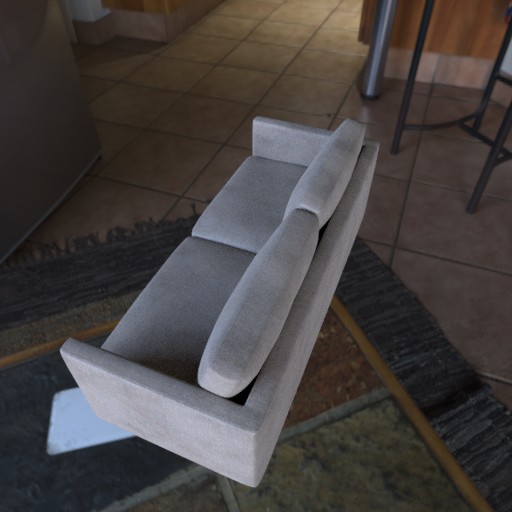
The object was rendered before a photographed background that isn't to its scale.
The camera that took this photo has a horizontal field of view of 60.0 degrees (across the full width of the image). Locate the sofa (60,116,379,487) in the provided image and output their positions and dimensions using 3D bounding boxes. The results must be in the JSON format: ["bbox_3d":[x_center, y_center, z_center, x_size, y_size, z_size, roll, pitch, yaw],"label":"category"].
[{"bbox_3d":[0.000,0.000,2.644,0.951,0.965,2.208,17,48,16],"label":"sofa"}]
